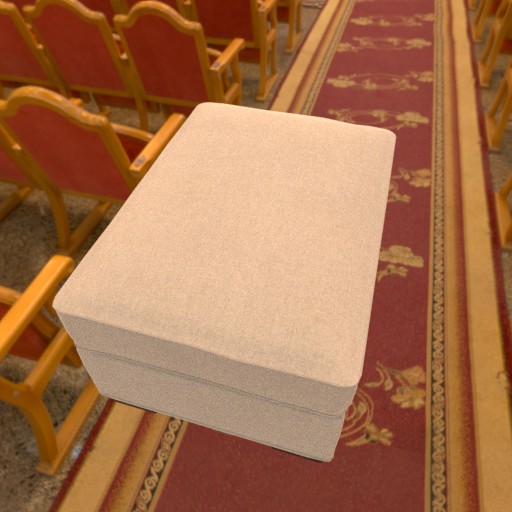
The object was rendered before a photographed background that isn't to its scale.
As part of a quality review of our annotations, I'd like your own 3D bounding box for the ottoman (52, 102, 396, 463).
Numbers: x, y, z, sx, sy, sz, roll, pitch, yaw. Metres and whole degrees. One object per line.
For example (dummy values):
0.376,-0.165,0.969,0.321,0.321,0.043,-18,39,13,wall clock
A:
0.000,0.000,1.224,0.617,0.503,0.846,12,49,11,ottoman
